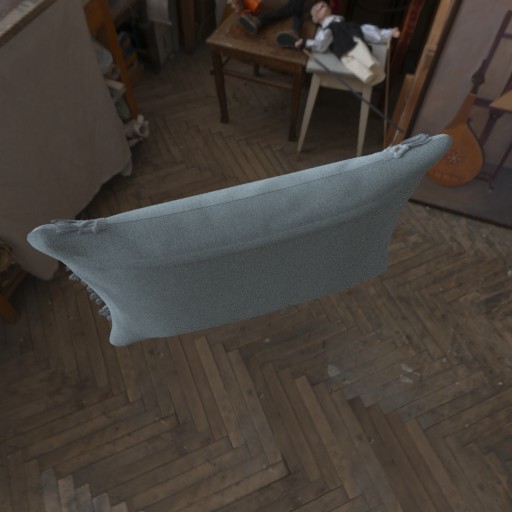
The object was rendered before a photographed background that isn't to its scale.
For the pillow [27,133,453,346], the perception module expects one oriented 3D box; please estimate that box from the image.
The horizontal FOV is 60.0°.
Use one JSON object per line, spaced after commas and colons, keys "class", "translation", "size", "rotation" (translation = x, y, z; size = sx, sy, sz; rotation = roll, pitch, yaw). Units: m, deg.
{"class": "pillow", "translation": [0.000, 0.000, 0.588], "size": [0.466, 0.305, 0.084], "rotation": [-15, 59, -9]}
